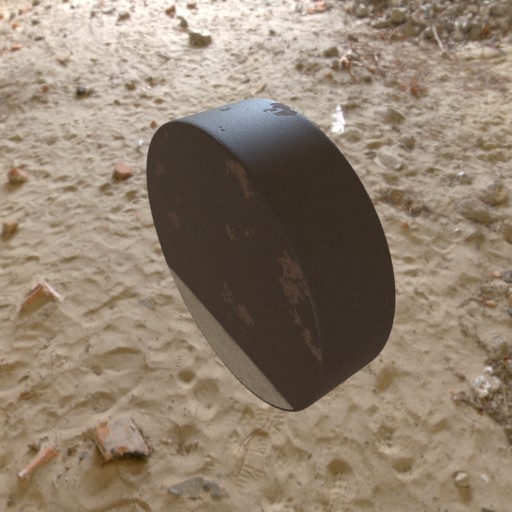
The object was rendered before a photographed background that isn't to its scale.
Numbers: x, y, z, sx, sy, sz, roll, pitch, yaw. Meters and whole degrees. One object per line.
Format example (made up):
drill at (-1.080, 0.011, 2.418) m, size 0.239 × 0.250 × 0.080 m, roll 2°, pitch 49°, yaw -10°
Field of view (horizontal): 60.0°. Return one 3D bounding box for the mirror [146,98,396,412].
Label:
mirror at (0.000, 0.000, 0.590) m, size 0.126 × 0.386 × 0.386 m, roll -26°, pitch 47°, yaw -27°
